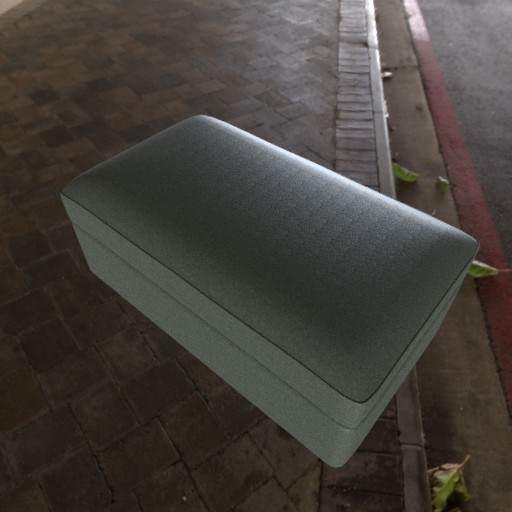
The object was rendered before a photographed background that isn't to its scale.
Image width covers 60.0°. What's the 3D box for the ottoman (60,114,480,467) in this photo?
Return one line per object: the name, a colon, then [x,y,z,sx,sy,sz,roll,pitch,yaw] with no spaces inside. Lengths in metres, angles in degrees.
ottoman: [0.000,0.000,1.503,1.173,0.494,0.681,32,54,27]
